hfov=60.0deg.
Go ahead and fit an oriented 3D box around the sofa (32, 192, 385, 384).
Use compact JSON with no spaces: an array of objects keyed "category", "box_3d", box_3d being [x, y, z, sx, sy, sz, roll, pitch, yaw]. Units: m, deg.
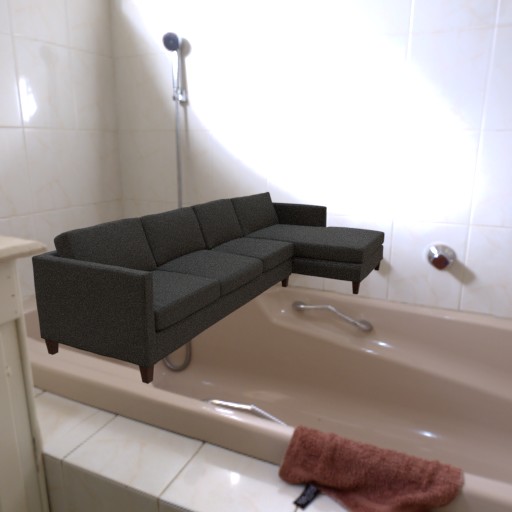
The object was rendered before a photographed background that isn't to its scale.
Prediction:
[{"category":"sofa","box_3d":[0.000,0.000,3.901,1.625,0.846,3.186,7,16,26]}]
